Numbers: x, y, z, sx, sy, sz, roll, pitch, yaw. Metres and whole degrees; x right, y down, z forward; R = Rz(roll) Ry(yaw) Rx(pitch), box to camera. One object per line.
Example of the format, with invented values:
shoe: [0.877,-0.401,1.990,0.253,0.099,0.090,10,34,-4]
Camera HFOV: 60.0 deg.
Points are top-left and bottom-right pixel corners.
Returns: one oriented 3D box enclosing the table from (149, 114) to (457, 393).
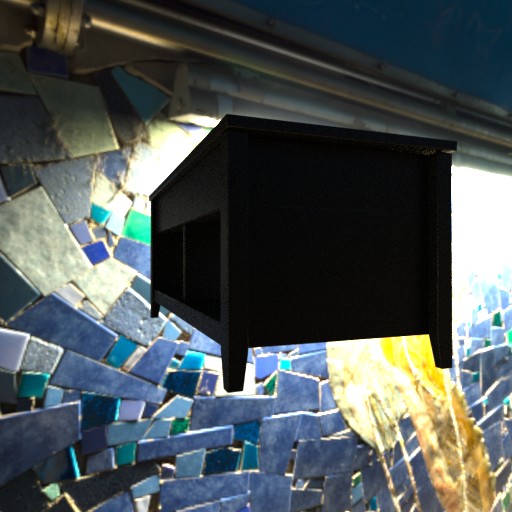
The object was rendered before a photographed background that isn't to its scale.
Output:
table: [0.000,0.000,1.277,0.483,0.457,1.016,0,0,-21]
